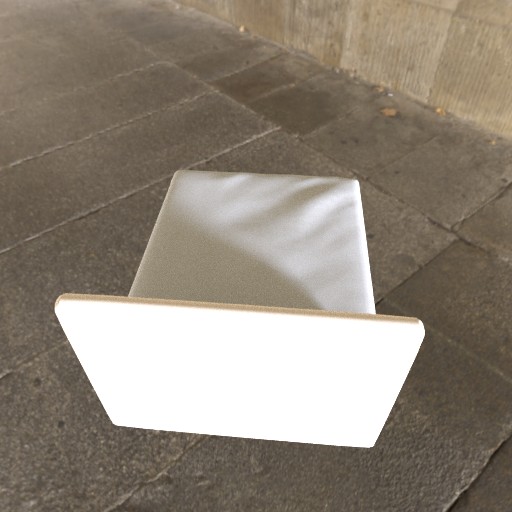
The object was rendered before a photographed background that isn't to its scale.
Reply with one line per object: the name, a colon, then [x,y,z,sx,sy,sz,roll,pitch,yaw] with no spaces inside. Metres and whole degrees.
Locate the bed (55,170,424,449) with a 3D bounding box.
bed: [0.000,0.000,3.162,1.748,1.330,2.142,4,45,4]
